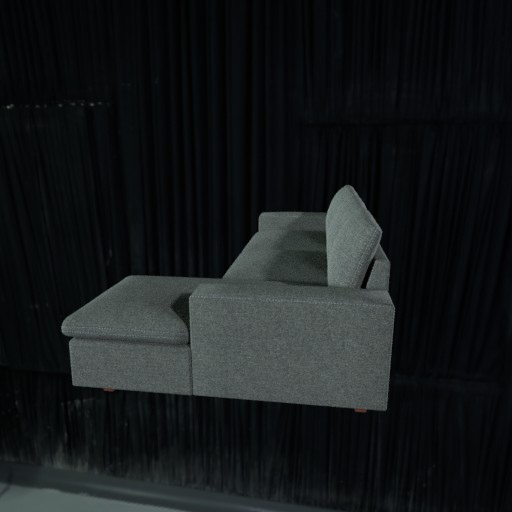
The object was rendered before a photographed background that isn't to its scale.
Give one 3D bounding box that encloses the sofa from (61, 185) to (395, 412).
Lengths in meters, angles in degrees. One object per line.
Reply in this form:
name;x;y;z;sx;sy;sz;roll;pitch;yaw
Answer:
sofa;0.000;0.000;3.484;1.689;0.940;2.718;2;14;8
